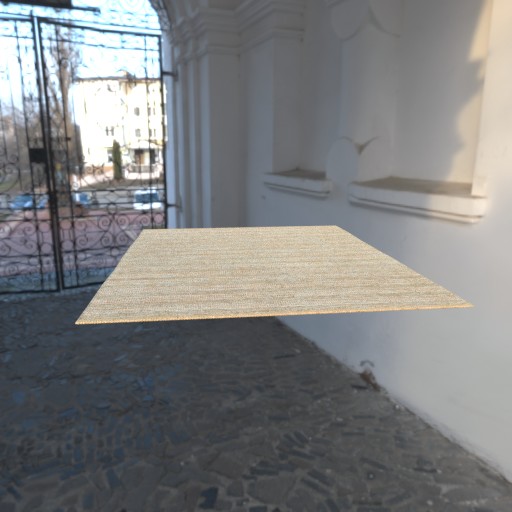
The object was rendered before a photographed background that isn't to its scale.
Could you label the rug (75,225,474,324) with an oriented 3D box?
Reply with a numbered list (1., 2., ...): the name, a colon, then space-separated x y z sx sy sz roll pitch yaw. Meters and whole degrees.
1. rug: 0.000 0.000 4.159 2.471 0.012 3.034 -2 14 -7
